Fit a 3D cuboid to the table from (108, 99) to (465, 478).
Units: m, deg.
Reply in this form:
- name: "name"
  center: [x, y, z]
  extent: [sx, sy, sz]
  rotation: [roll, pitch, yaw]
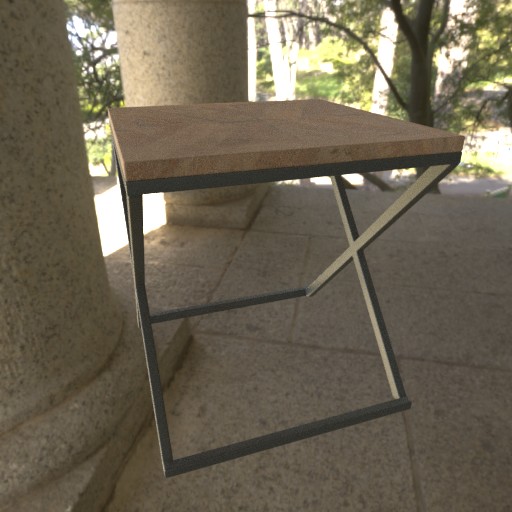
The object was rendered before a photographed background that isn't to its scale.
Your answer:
- name: "table"
  center: [0.000, 0.000, 0.922]
  extent: [0.499, 0.550, 0.498]
  rotation: [-8, 27, -17]
